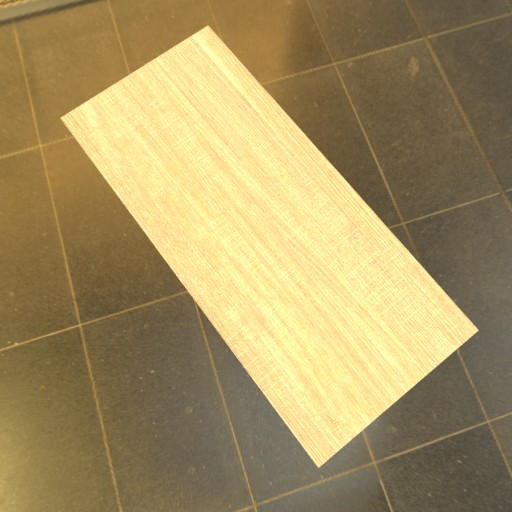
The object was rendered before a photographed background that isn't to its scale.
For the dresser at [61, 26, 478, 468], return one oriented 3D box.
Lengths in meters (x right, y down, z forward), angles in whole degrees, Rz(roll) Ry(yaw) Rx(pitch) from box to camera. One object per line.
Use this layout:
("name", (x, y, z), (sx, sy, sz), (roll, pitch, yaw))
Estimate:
("dresser", (0.000, 0.000, 1.517), (0.500, 0.780, 1.110), (-37, 78, -9))
